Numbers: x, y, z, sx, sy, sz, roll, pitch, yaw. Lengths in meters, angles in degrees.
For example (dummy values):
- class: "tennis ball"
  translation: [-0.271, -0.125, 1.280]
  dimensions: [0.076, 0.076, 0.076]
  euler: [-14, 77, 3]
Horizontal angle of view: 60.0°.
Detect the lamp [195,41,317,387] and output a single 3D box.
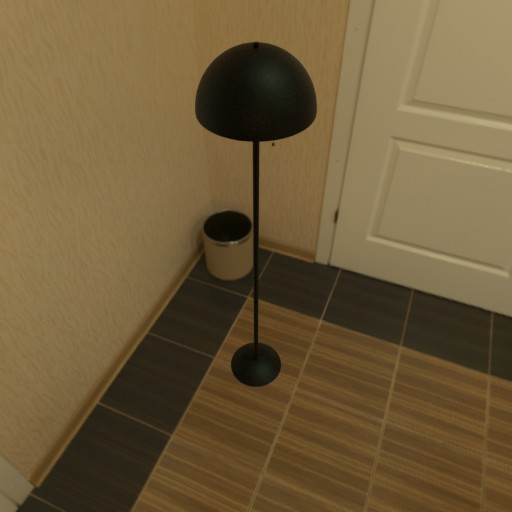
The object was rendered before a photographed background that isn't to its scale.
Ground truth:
- class: "lamp"
  translation: [0.000, 0.000, 1.605]
  dimensions: [0.328, 1.480, 0.328]
  euler: [-5, 46, -5]
